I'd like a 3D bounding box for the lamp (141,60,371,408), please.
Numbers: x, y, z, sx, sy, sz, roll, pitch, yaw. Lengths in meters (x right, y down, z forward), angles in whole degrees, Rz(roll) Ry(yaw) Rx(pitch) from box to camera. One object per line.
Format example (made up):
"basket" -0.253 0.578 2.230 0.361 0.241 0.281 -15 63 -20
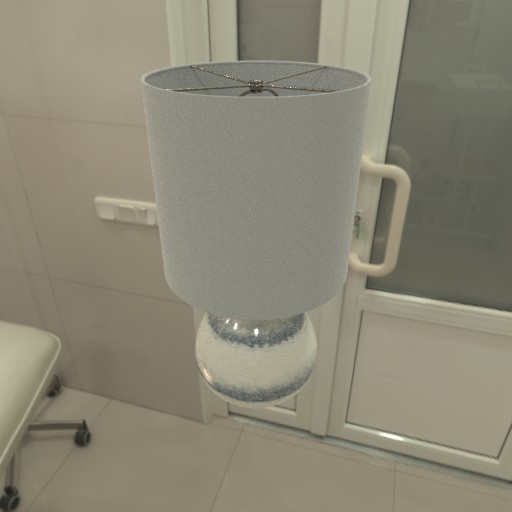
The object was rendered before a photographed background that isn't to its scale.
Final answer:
"lamp" 0.000 0.000 0.528 0.216 0.404 0.216 9 32 14
